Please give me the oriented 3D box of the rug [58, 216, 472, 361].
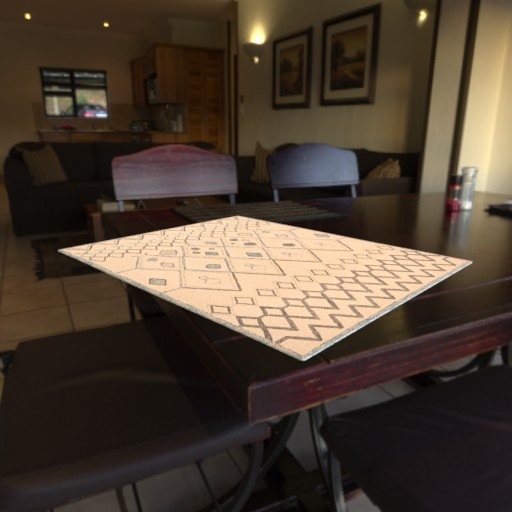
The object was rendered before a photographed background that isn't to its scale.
[{"bbox_3d":[0.000,0.000,4.156,3.056,0.013,2.441,15,22,42],"label":"rug"}]
